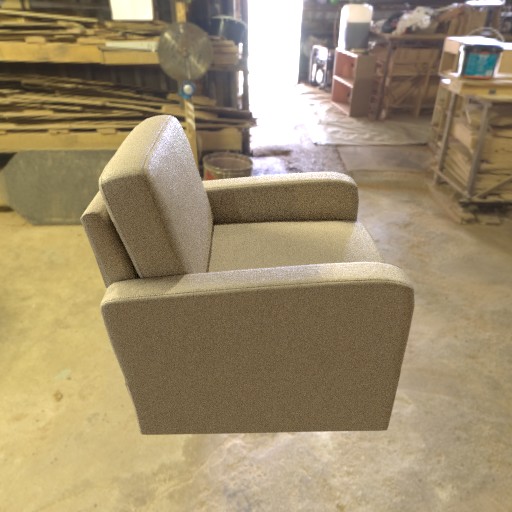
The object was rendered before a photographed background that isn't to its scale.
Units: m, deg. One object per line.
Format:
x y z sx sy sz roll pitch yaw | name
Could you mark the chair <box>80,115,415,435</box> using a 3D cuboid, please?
0.000 0.000 1.478 0.888 0.827 0.755 -1 32 -1 | chair
